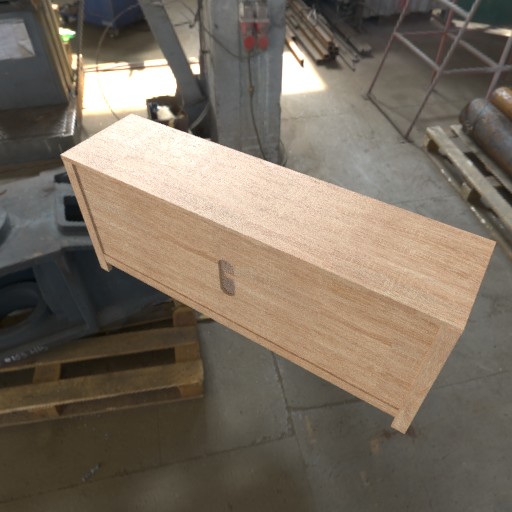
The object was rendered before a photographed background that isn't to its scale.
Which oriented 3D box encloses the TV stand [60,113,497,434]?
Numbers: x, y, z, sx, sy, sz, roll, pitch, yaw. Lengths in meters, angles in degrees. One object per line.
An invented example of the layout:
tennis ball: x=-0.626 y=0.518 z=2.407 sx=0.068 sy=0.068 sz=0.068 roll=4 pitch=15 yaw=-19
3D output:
TV stand: x=0.000 y=0.000 z=1.697 sx=1.466 sy=0.610 sz=0.398 roll=24 pitch=50 yaw=22
